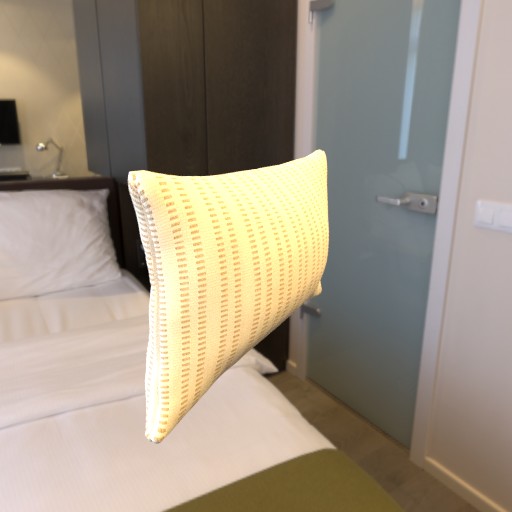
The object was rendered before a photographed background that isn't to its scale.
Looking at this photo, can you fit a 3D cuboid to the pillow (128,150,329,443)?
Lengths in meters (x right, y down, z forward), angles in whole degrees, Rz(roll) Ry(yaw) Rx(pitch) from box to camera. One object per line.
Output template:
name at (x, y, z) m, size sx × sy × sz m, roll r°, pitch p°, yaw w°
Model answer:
pillow at (0.000, 0.000, 0.805) m, size 0.210 × 0.353 × 0.640 m, roll 8°, pitch 18°, yaw 26°
